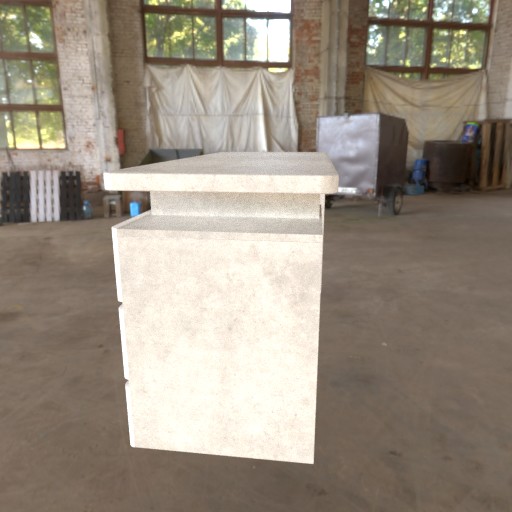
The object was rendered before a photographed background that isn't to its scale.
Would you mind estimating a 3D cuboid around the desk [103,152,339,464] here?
[{"bbox_3d":[0.000,0.000,1.753,0.550,0.755,1.400,2,15,7],"label":"desk"}]
